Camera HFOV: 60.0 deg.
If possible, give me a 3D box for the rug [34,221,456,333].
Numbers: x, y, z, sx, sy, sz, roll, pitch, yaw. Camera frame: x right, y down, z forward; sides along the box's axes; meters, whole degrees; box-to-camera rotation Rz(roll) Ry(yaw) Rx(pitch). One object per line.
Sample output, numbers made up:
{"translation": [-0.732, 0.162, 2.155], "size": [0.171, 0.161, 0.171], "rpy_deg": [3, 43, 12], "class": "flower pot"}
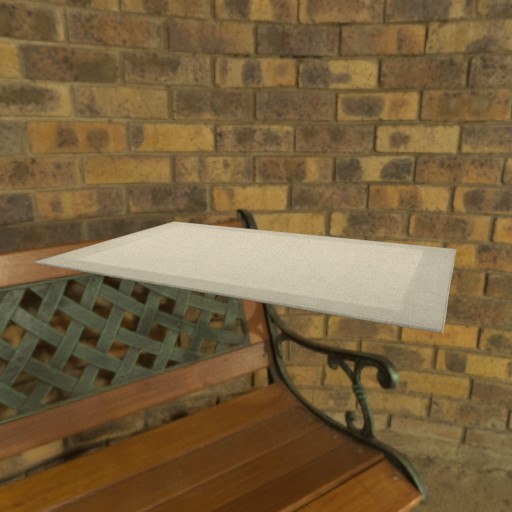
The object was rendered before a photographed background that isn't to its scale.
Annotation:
{"translation": [0.000, 0.000, 3.003], "size": [2.438, 0.014, 1.524], "rpy_deg": [7, 17, 24], "class": "rug"}
